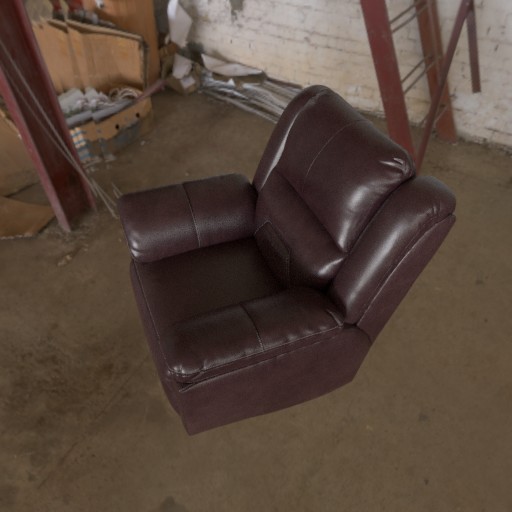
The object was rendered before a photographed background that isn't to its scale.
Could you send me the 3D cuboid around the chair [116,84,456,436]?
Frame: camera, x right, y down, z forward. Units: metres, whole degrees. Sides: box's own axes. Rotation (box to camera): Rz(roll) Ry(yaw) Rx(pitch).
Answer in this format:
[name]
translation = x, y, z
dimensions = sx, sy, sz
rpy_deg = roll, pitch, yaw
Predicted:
[chair]
translation = 0.000, 0.000, 1.855
dimensions = 1.041, 1.093, 0.990
rpy_deg = -17, 48, -16
